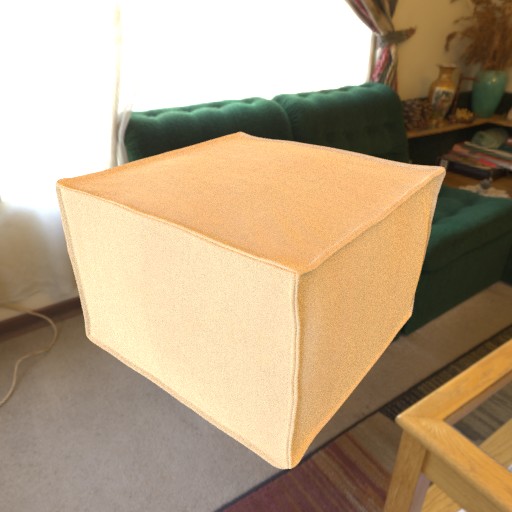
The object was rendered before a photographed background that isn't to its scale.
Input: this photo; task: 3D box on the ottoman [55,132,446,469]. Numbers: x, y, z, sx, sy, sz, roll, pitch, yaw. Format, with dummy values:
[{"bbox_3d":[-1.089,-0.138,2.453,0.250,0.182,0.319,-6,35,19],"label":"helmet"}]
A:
[{"bbox_3d":[0.000,0.000,1.152,0.707,0.470,0.696,21,35,33],"label":"ottoman"}]
